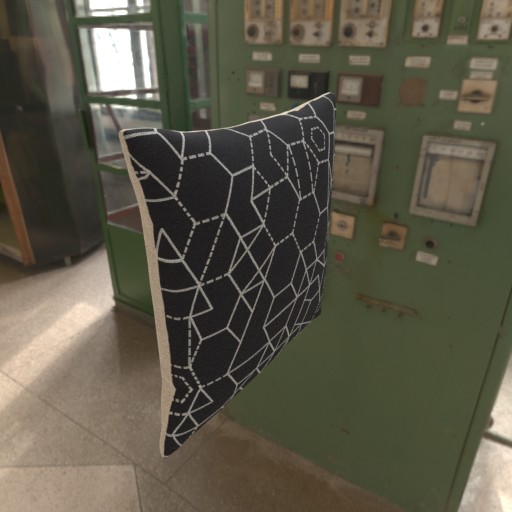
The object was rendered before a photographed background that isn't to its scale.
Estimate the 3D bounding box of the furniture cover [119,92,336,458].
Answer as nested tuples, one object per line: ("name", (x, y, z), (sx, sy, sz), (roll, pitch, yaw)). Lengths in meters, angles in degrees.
("furniture cover", (0.000, 0.000, 0.782), (0.158, 0.508, 0.517), (17, 31, 31))
